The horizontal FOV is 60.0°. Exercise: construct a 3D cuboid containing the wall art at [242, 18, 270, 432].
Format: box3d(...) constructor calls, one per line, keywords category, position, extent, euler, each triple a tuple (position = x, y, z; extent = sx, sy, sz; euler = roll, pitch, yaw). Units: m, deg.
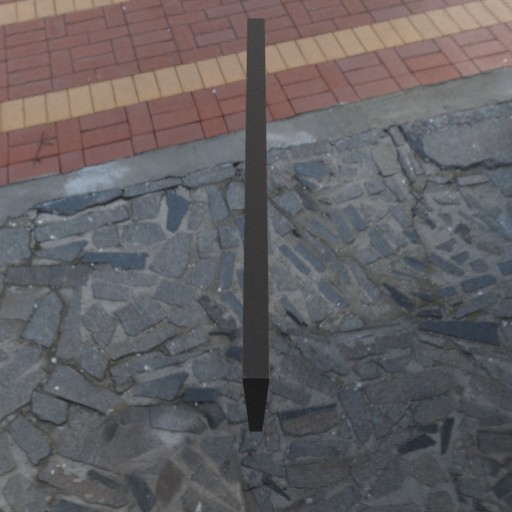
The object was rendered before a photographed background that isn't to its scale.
box3d(category="wall art", position=(0.000, 0.000, 1.123), extent=(0.038, 0.762, 0.762), euler=(0, 63, 0))
